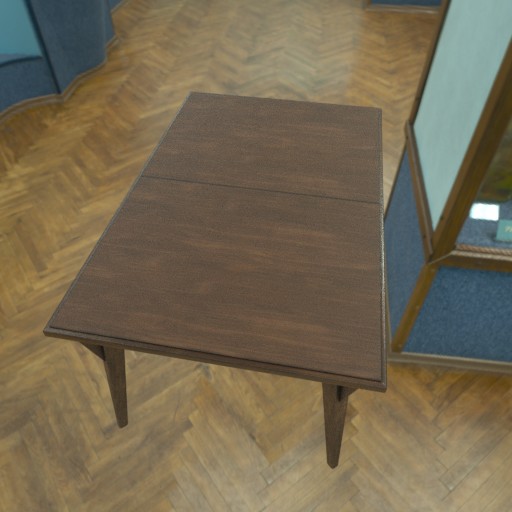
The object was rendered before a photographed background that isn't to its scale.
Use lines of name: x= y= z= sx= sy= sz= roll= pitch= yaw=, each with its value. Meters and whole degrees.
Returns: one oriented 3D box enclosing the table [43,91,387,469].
table: x=0.000 y=0.000 z=2.022 sx=0.990 sy=0.761 sz=1.524 roll=8 pitch=47 yaw=7
